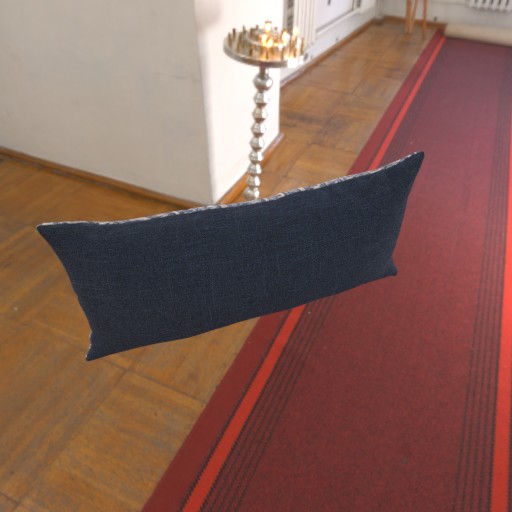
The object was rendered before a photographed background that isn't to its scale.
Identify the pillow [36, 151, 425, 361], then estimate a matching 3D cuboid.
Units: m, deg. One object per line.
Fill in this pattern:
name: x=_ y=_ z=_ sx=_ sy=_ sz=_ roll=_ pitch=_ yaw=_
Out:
pillow: x=0.000 y=0.000 z=0.757 sx=0.631 sy=0.292 sz=0.148 roll=-14 pitch=43 yaw=-15
